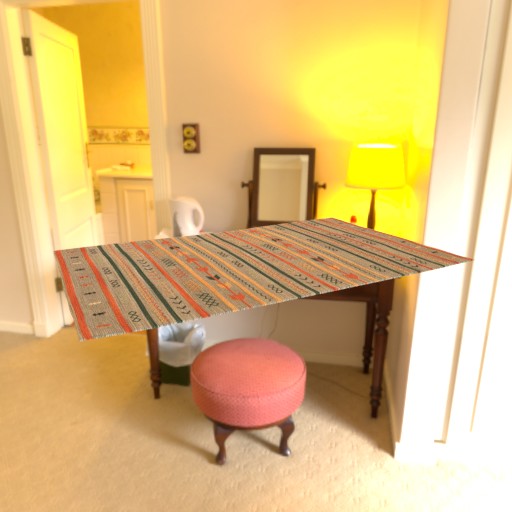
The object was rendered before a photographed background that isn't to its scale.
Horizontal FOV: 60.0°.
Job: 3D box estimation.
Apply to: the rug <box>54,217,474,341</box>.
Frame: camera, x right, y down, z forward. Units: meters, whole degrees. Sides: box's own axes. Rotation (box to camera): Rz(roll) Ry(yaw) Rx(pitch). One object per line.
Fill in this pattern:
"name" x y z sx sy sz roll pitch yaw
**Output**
"rug" 0.000 0.000 3.016 2.439 0.029 1.537 -9 19 -26
